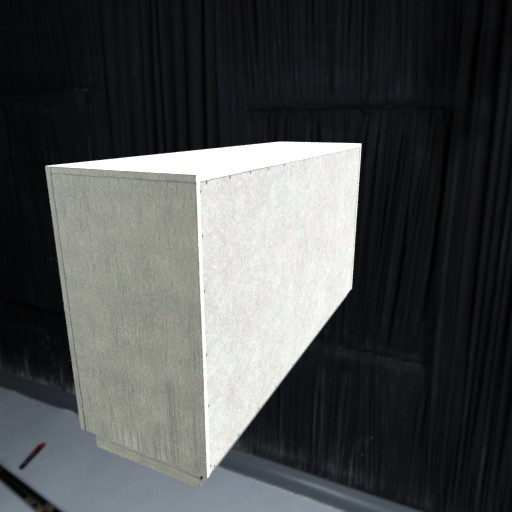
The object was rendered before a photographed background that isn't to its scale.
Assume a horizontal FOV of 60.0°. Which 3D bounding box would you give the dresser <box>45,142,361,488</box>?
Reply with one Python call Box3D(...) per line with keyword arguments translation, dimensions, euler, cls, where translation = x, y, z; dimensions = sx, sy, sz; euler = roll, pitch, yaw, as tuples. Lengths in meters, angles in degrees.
Box3D(translation=(0.000, 0.000, 1.925), dimensions=(0.483, 0.889, 1.628), euler=(8, 19, 25), cls="dresser")
